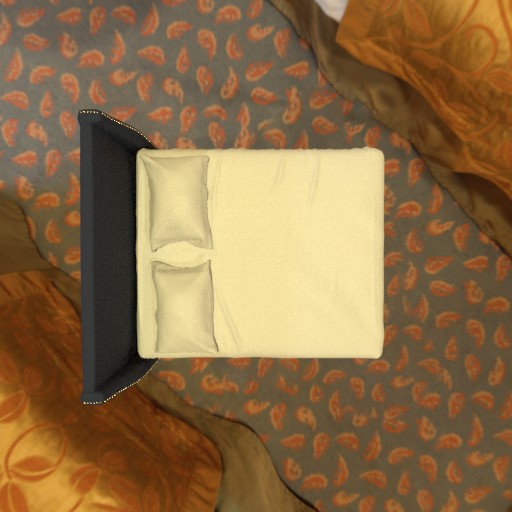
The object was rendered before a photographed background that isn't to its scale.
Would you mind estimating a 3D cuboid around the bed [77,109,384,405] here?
[{"bbox_3d":[0.000,0.000,3.475,2.276,1.332,1.925,0,92,0],"label":"bed"}]
